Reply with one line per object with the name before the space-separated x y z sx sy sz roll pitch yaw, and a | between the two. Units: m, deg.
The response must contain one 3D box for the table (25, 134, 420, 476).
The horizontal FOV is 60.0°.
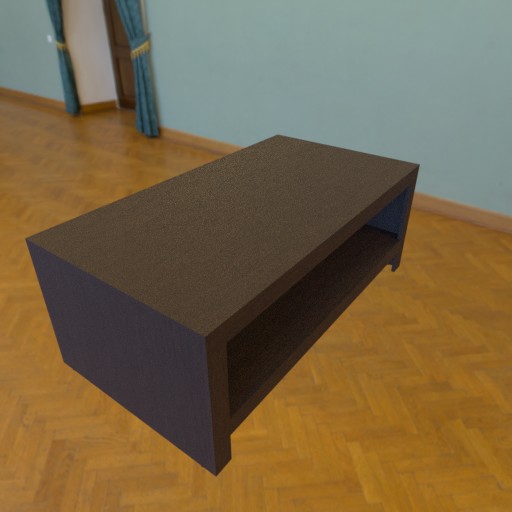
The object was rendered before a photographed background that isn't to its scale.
table | 0.000 0.000 1.424 0.597 0.424 1.099 21 38 31
